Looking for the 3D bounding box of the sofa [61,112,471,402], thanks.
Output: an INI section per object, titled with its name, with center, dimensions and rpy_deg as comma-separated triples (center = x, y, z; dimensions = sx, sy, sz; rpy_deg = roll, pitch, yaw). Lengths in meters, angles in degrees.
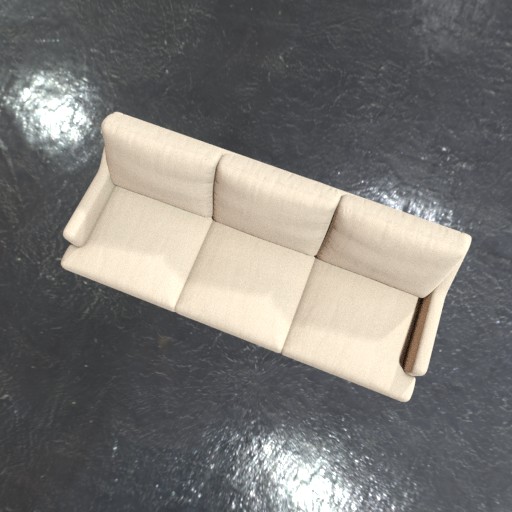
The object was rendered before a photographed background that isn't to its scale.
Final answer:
[sofa]
center = 0.000, 0.000, 2.777
dimensions = 2.321, 0.913, 1.000
rpy_deg = 20, 75, 6
